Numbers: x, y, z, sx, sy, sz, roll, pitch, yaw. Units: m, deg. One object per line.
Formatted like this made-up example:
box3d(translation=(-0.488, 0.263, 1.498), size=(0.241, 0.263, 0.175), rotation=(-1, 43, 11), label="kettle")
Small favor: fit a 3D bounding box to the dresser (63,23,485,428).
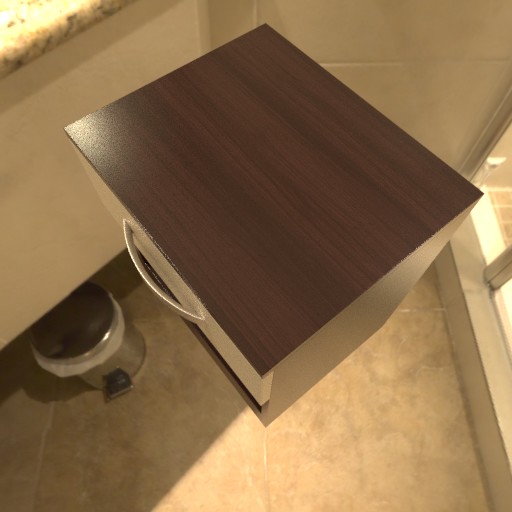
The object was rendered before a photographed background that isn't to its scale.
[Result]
box3d(translation=(0.000, 0.000, 0.742), size=(0.360, 0.470, 0.400), rotation=(-35, 68, -17), label="dresser")
